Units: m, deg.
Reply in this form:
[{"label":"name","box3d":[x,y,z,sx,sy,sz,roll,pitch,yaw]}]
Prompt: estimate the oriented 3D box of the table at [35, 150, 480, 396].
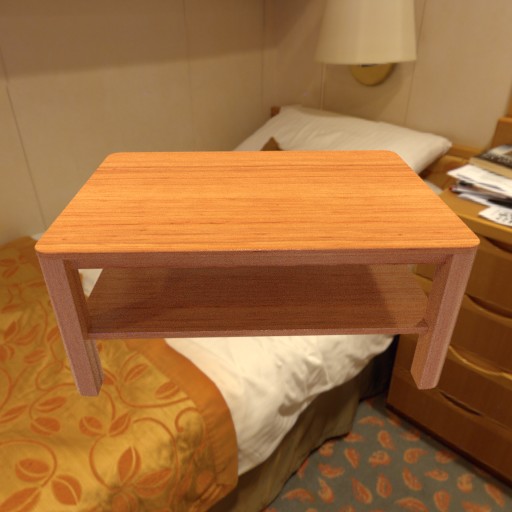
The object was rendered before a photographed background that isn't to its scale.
[{"label":"table","box3d":[0.000,0.000,1.374,0.997,0.445,0.696,-1,31,-1]}]
